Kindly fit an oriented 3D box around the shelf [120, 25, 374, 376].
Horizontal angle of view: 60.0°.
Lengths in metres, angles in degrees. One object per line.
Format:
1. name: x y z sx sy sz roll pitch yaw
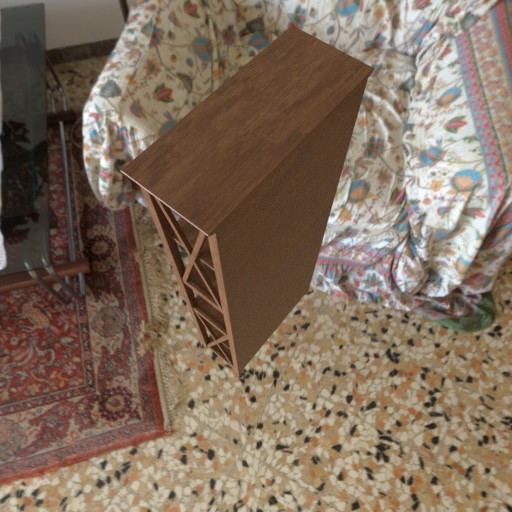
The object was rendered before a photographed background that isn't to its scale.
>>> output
1. shelf: 0.000 0.000 2.197 0.335 1.905 0.805 36 69 16
